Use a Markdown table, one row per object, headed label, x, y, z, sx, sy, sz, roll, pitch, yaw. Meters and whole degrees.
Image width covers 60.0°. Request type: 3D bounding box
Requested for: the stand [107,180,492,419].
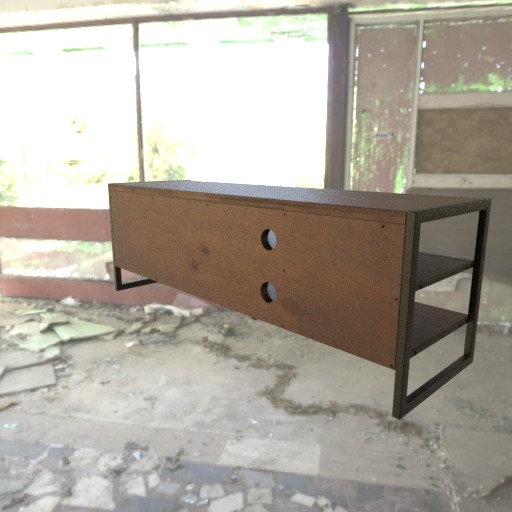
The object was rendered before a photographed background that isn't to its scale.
| label | x | y | z | sx | sy | sz | roll | pitch | yaw |
| --- | --- | --- | --- | --- | --- | --- | --- | --- | --- |
| stand | 0.000 | 0.000 | 1.691 | 0.454 | 0.506 | 1.480 | -12 | 17 | -42 |
